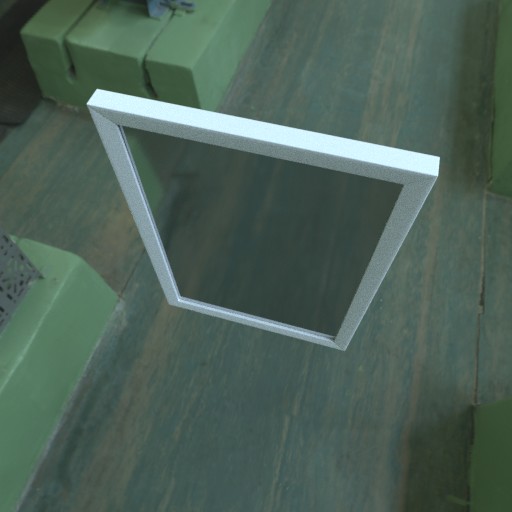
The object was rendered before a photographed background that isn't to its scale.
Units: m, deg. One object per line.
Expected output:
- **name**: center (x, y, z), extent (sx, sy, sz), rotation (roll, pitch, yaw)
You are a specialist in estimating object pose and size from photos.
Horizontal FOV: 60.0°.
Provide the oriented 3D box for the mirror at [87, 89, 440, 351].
- **mirror**: center (0.000, 0.000, 0.931), extent (0.507, 0.710, 0.040), rotation (14, 60, 8)
